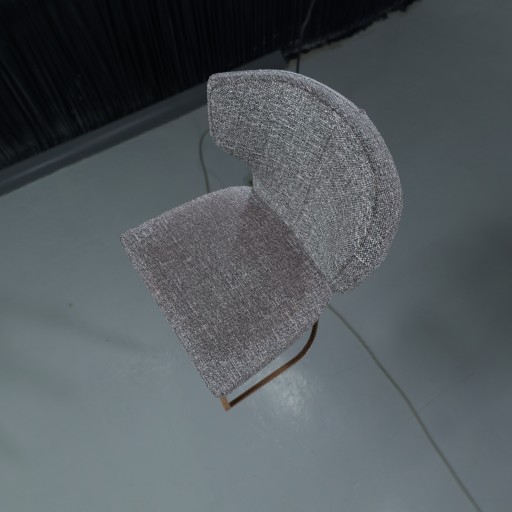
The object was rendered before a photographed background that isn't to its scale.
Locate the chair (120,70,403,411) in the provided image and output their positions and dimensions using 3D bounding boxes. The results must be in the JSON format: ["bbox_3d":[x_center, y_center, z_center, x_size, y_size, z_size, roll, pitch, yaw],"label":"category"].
[{"bbox_3d":[0.000,0.000,1.284,0.617,0.824,0.611,-31,68,-14],"label":"chair"}]
